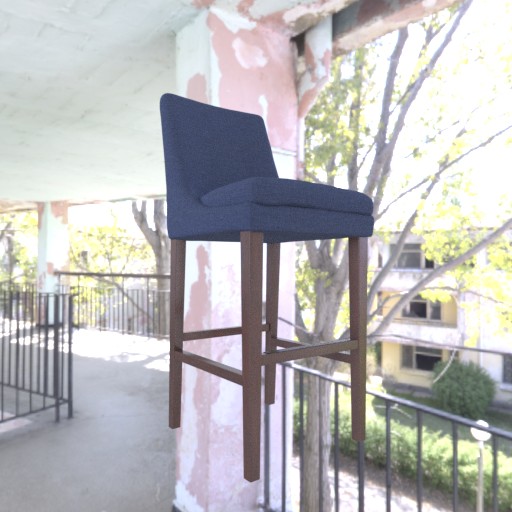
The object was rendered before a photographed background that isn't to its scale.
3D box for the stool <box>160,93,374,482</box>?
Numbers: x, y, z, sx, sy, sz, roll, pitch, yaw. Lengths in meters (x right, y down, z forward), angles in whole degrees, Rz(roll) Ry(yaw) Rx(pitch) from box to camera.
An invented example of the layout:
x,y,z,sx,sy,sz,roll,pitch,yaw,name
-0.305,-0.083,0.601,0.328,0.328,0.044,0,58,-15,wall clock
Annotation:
x,y,z,sx,sy,sz,roll,pitch,yaw,name
0.000,0.000,1.380,0.470,1.078,0.577,0,-1,-37,stool
